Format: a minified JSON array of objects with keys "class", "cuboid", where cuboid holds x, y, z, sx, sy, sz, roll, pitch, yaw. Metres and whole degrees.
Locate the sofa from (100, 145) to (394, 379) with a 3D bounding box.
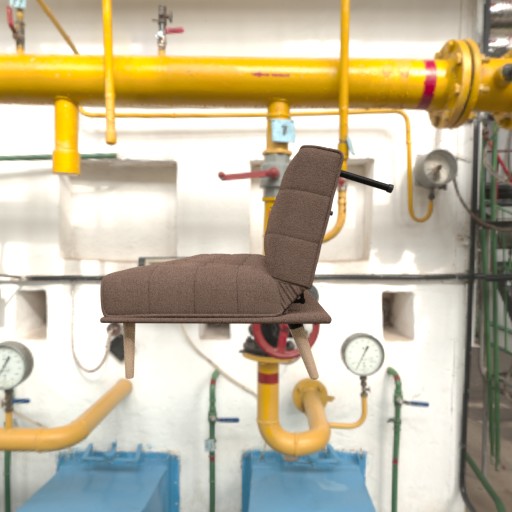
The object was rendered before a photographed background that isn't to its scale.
[{"class":"sofa","cuboid":[0.000,0.000,2.373,1.038,0.810,1.820,0,2,1]}]
